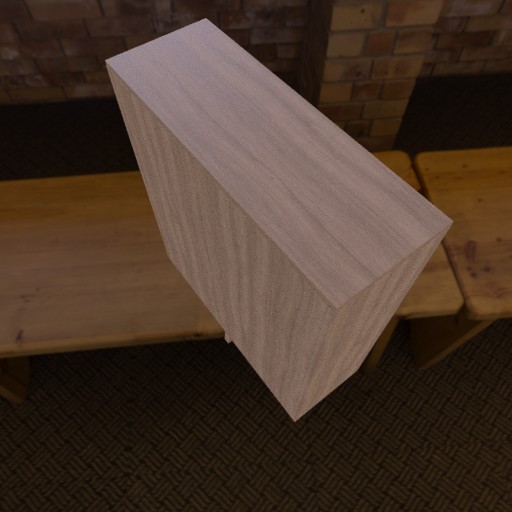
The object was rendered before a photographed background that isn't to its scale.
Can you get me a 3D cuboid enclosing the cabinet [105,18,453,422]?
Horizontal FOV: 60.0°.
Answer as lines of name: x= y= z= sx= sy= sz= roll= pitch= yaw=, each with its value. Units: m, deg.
cabinet: x=0.000 y=0.000 z=1.868 sx=0.398 sy=1.388 sz=1.111 roll=-33 pitch=64 yaw=-18
